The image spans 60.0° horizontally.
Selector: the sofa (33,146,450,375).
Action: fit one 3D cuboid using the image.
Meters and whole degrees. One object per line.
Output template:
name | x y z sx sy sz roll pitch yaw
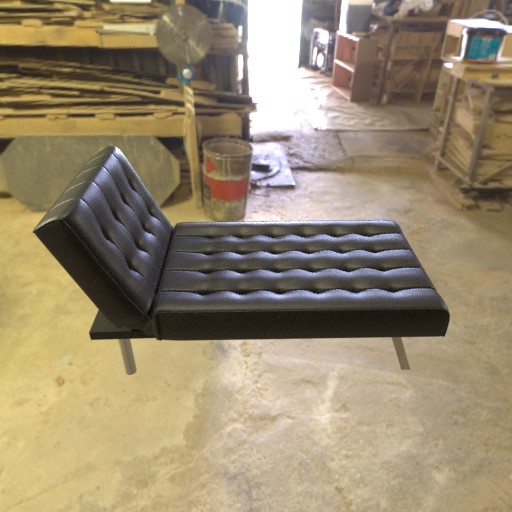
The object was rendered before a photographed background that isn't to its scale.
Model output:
sofa | 0.000 0.000 2.037 1.560 0.820 0.760 -1 33 -1
